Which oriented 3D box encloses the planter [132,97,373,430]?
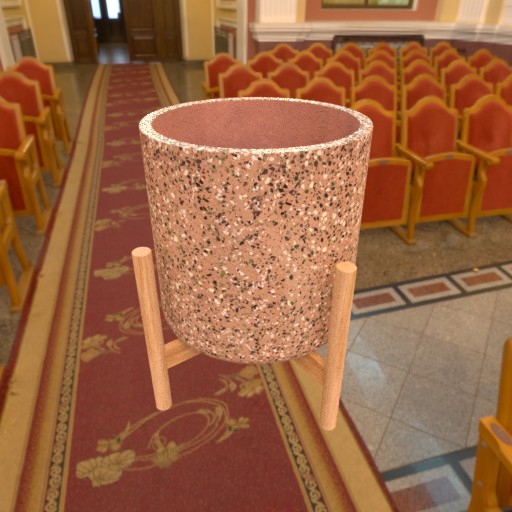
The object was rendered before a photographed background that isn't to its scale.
[{"bbox_3d":[0.000,0.000,0.692,0.360,0.419,0.360,-7,31,-12],"label":"planter"}]
